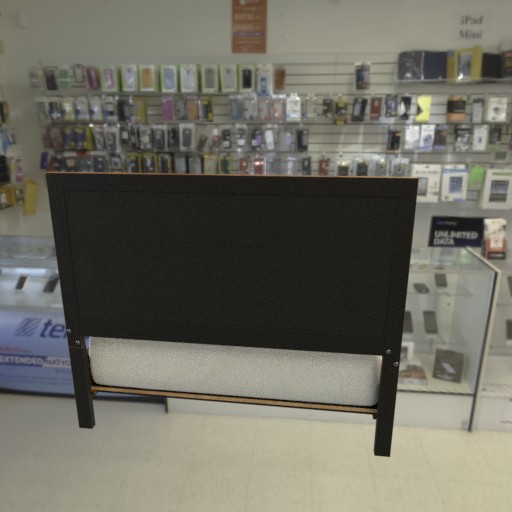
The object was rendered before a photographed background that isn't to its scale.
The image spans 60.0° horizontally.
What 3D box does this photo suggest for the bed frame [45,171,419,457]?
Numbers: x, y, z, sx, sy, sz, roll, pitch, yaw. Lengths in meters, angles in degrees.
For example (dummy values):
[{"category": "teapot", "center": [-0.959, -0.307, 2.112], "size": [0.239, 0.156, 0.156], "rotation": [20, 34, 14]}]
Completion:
[{"category": "bed frame", "center": [0.000, 0.000, 3.256], "size": [1.696, 1.417, 2.276], "rotation": [2, 17, 7]}]
